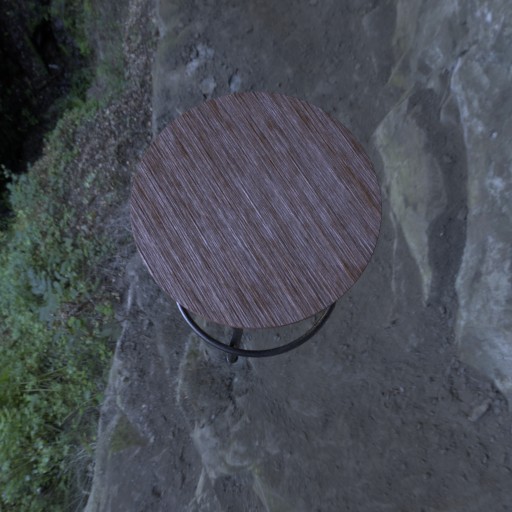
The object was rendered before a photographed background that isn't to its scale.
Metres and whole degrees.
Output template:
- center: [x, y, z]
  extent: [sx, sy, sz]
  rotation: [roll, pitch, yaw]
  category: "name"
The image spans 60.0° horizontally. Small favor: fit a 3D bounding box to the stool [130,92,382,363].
- center: [0.000, 0.000, 0.910]
  extent: [0.439, 0.609, 0.439]
  rotation: [17, 76, 4]
  category: "stool"
